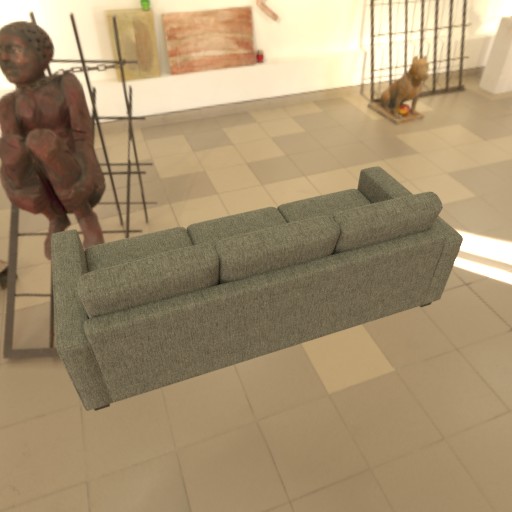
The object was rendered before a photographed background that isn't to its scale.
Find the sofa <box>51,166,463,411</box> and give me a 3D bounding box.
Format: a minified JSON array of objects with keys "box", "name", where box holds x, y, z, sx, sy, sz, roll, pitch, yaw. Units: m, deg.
[{"box":[0.000,0.000,2.579,2.160,0.800,0.900,-14,43,-16],"name":"sofa"}]
